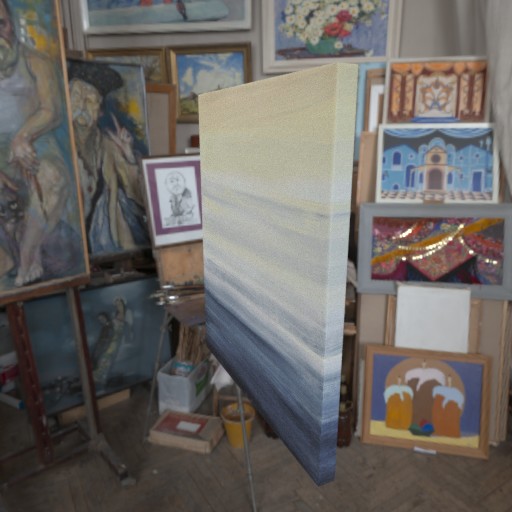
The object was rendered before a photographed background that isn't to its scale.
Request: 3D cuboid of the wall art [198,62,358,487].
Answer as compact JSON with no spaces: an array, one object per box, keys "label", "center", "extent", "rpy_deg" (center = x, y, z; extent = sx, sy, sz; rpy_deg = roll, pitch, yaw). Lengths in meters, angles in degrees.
[{"label":"wall art","center":[0.000,0.000,0.975],"extent":[0.041,0.710,0.608],"rpy_deg":[-7,17,-25]}]
